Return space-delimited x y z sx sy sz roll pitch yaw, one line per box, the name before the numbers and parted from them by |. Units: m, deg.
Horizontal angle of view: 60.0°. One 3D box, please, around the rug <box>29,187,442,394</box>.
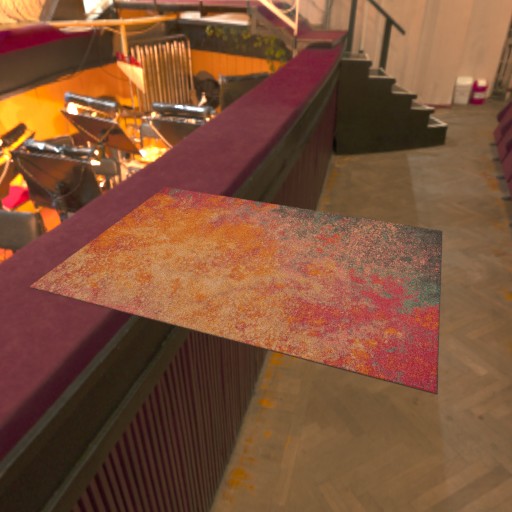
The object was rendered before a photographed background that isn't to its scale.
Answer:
rug | 0.000 0.000 3.680 2.896 0.013 2.007 11 34 17
